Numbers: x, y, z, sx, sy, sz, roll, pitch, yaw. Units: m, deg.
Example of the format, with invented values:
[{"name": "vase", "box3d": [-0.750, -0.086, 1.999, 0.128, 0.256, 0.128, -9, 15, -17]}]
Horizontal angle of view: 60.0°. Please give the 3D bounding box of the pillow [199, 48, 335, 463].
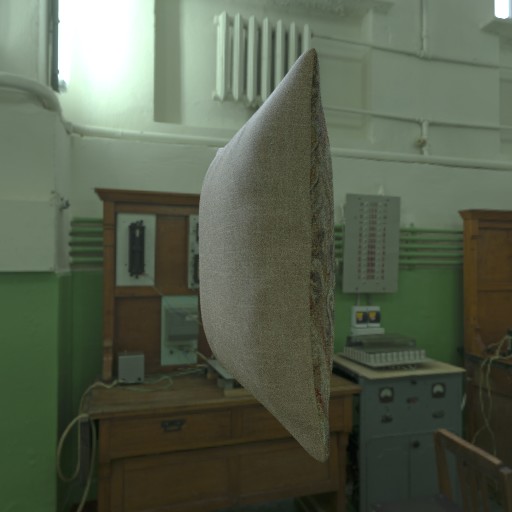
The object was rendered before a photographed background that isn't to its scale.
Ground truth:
[{"name": "pillow", "box3d": [0.000, 0.000, 0.780, 0.166, 0.506, 0.523, 0, -1, -17]}]
